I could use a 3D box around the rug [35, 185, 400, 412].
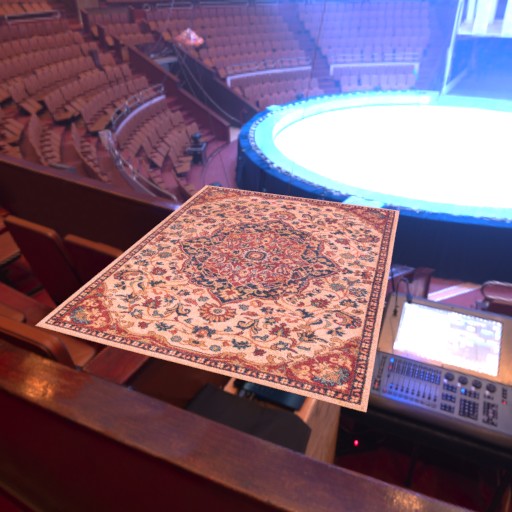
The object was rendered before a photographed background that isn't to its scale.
[{"bbox_3d":[0.000,0.000,4.233,2.454,0.005,3.067,10,32,17],"label":"rug"}]
